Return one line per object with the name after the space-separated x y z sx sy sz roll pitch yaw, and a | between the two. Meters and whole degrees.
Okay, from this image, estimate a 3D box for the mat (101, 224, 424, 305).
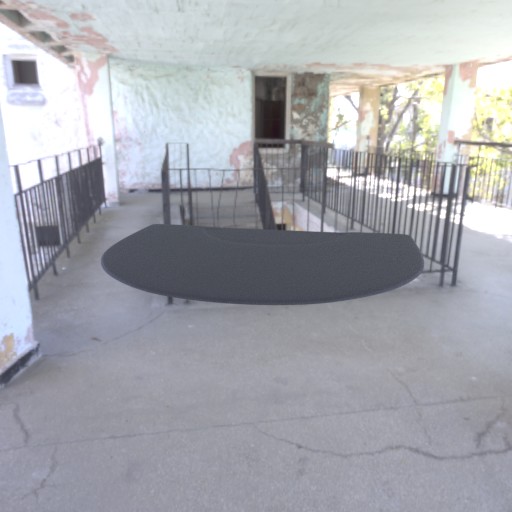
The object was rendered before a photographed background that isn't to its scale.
0.000 0.000 1.638 1.220 0.016 0.917 3 16 11 | mat
